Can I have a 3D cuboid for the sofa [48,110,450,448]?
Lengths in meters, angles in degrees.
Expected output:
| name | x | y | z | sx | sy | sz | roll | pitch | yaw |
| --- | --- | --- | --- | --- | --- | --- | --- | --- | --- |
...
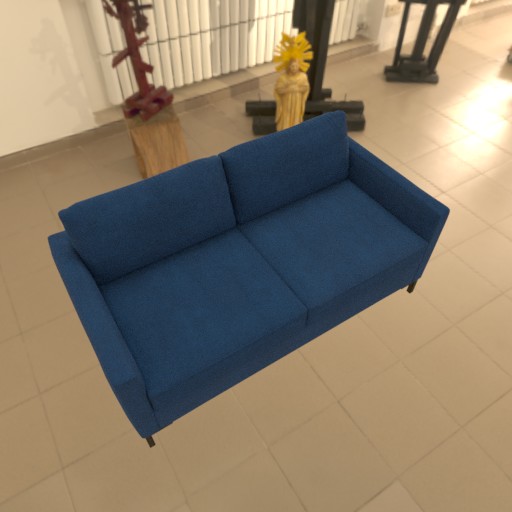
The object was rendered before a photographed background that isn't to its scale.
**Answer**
| name | x | y | z | sx | sy | sz | roll | pitch | yaw |
| --- | --- | --- | --- | --- | --- | --- | --- | --- | --- |
| sofa | 0.000 | 0.000 | 2.161 | 1.676 | 0.817 | 0.875 | -25 | 53 | -21 |
